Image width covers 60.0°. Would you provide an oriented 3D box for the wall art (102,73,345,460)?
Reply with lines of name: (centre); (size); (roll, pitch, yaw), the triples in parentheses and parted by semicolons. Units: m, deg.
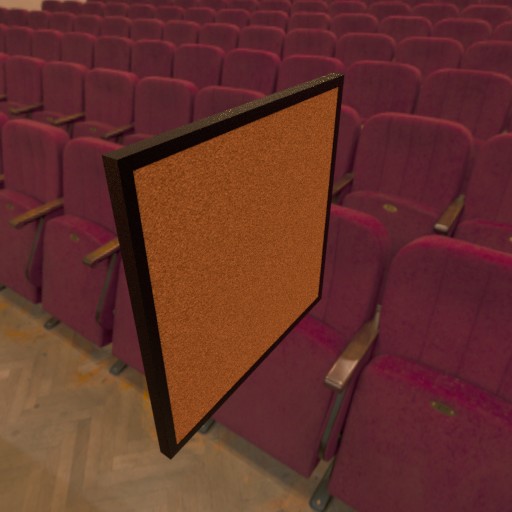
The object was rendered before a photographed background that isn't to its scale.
wall art: (0.000, 0.000, 1.126); (0.036, 0.755, 0.756); (21, 39, 29)
